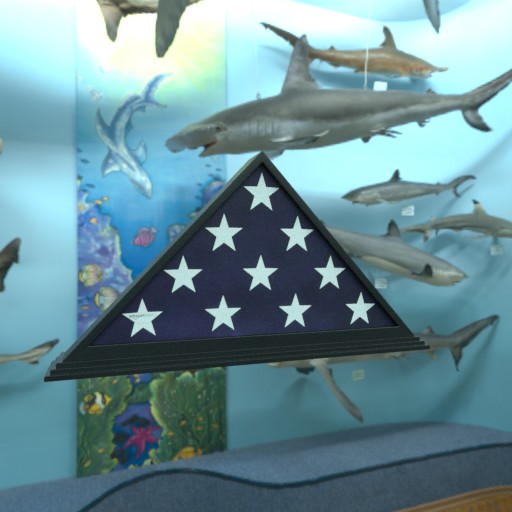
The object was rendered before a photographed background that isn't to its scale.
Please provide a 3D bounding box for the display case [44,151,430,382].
[{"bbox_3d":[0.000,0.000,0.748,0.640,0.340,0.095,0,0,-19],"label":"display case"}]
